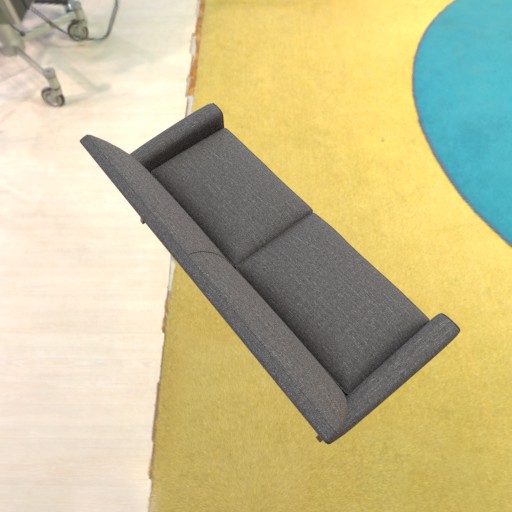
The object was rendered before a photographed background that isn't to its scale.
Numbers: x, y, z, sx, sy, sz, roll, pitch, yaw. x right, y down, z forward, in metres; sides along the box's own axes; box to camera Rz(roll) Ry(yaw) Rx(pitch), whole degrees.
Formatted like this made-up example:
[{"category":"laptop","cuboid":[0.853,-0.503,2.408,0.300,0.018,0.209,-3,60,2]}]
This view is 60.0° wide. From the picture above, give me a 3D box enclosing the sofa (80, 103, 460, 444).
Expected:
[{"category":"sofa","cuboid":[0.000,0.000,2.447,0.875,0.846,1.976,-34,65,-19]}]
